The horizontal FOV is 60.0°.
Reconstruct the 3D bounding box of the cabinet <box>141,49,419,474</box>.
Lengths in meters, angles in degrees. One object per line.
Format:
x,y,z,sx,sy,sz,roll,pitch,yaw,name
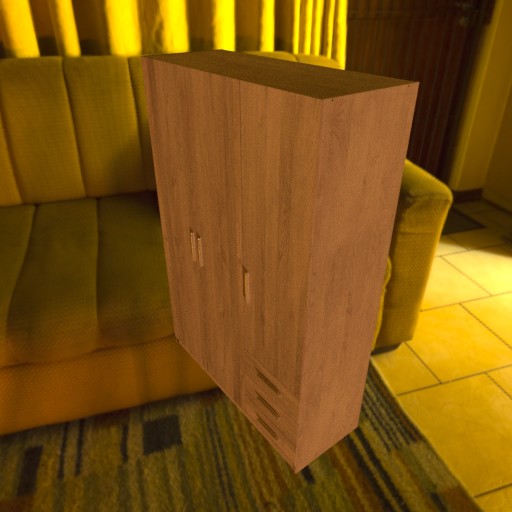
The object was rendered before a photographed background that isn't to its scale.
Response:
0.000,0.000,2.412,0.510,1.910,1.290,-22,37,-31,cabinet
